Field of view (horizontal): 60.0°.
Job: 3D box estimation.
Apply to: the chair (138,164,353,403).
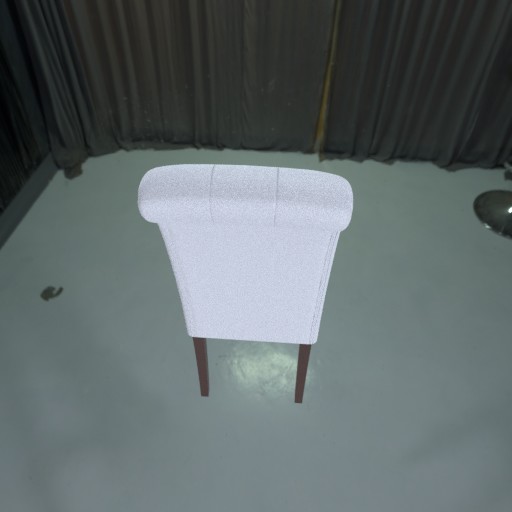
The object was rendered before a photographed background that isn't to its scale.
[{"bbox_3d":[0.000,0.000,1.377,0.456,1.006,0.671,3,46,3],"label":"chair"}]
